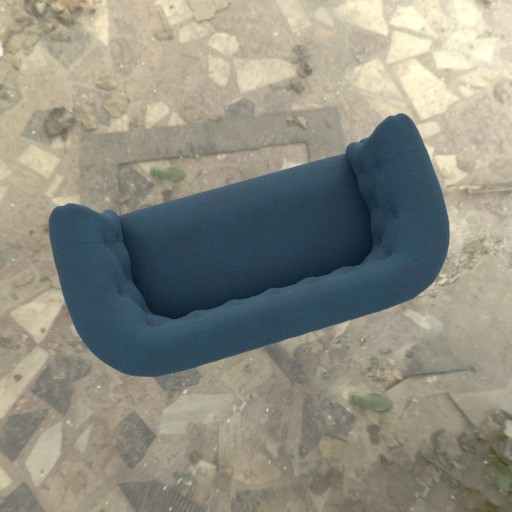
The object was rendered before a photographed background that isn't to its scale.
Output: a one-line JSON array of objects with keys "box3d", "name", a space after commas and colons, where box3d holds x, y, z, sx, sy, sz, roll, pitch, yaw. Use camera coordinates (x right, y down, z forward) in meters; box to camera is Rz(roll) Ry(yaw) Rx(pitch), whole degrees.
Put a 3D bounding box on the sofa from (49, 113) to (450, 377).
[{"box3d": [0.000, 0.000, 2.062, 1.558, 0.827, 0.835, -16, 77, -4], "name": "sofa"}]
